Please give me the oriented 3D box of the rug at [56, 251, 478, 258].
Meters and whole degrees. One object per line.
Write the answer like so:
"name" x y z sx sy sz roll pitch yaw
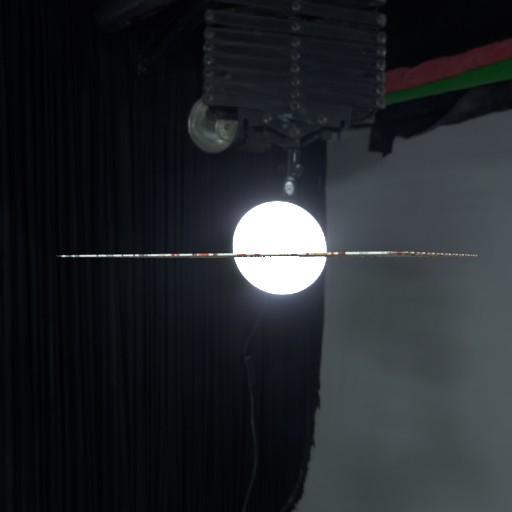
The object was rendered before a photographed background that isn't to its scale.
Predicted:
"rug" 0.000 0.000 3.131 2.584 0.010 1.523 0 -1 37
